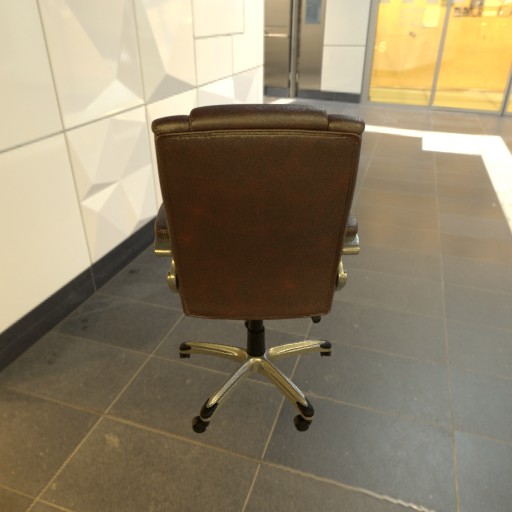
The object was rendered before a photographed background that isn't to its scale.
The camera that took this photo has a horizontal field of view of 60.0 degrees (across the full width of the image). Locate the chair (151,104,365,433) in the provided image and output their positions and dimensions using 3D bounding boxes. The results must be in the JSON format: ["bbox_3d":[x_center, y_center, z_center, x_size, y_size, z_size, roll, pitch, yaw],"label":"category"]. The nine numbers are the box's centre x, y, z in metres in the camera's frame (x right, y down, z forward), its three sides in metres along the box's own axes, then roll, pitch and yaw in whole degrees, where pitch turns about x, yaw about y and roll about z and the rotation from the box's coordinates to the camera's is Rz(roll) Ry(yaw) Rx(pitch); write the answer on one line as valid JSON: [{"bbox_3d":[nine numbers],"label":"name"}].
[{"bbox_3d":[0.000,0.000,1.561,0.656,1.128,0.692,-1,29,-1],"label":"chair"}]
